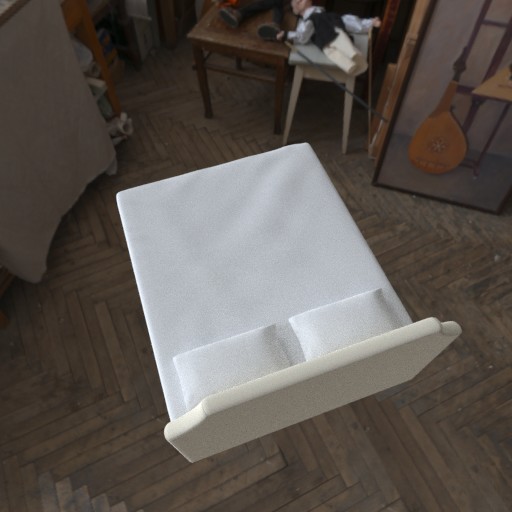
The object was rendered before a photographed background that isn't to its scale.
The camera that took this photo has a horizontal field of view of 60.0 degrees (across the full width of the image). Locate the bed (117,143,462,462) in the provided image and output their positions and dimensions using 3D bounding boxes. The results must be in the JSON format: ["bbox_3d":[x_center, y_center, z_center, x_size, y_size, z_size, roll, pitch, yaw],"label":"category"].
[{"bbox_3d":[0.000,0.000,4.099,2.350,1.590,2.773,-17,60,-10],"label":"bed"}]
